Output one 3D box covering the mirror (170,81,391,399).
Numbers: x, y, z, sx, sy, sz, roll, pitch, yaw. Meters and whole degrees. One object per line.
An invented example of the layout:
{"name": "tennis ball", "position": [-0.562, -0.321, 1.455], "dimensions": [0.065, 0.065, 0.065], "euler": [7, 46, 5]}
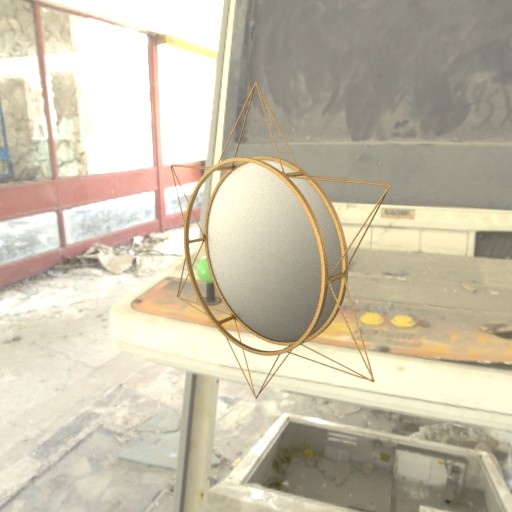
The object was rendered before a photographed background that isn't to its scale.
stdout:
{"name": "mirror", "position": [0.000, 0.000, 0.789], "dimensions": [0.498, 0.581, 0.062], "euler": [15, 22, 43]}
